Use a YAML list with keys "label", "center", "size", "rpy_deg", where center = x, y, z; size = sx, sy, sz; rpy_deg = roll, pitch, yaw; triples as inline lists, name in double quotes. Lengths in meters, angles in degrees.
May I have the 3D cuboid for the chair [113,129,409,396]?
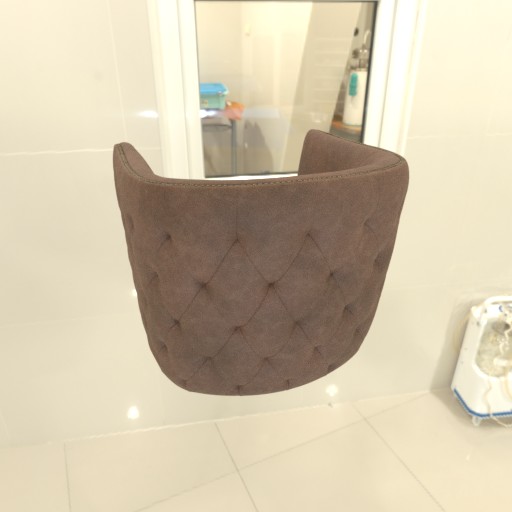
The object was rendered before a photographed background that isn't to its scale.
- label: "chair"
  center: [0.000, 0.000, 1.512]
  size: [0.850, 0.790, 0.870]
  rpy_deg: [-8, 29, -16]
